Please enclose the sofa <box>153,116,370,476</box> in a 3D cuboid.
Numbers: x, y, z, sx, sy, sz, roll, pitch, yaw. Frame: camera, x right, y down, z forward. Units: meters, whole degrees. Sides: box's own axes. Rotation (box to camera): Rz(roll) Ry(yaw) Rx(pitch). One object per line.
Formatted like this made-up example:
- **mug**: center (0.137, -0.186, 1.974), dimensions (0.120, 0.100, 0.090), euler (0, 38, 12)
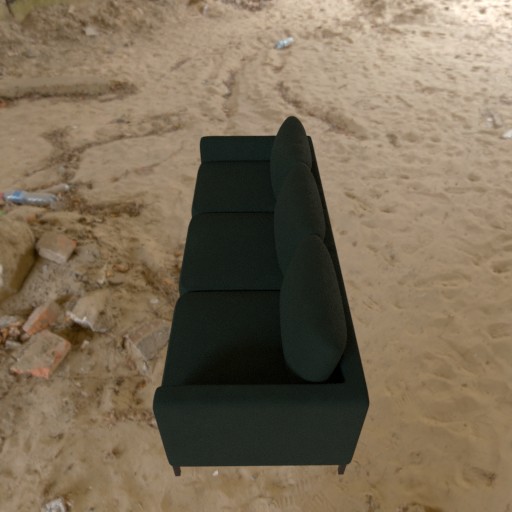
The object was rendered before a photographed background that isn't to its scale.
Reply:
- **sofa**: center (0.000, 0.000, 2.645), dimensions (0.859, 0.870, 2.218), euler (0, 42, 0)
